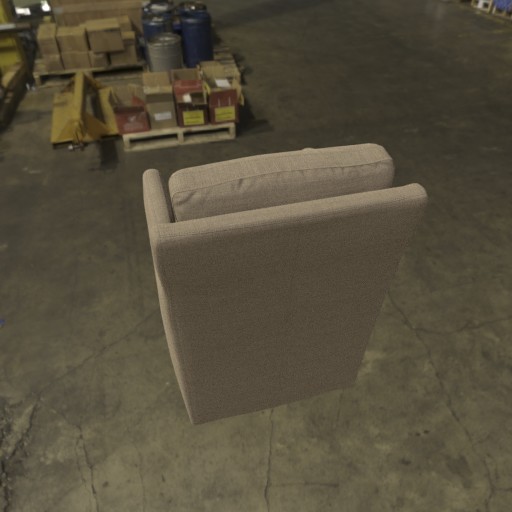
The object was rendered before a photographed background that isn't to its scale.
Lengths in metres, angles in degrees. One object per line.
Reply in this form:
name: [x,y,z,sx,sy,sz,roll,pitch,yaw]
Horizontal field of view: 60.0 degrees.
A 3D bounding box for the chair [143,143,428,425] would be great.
chair: [0.000,0.000,1.388,0.626,0.914,0.694,-10,43,-11]
